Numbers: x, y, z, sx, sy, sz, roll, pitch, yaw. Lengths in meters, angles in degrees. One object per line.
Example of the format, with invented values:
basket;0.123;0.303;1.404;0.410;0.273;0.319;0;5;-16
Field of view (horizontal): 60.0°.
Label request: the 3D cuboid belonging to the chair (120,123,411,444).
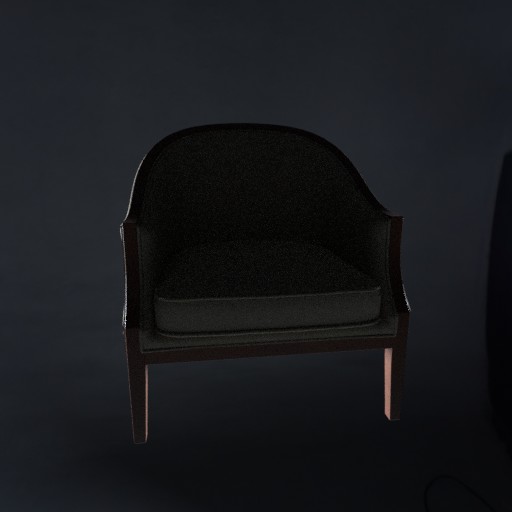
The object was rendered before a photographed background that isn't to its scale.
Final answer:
chair;0.000;0.000;1.481;0.803;0.876;0.735;-2;15;-8
